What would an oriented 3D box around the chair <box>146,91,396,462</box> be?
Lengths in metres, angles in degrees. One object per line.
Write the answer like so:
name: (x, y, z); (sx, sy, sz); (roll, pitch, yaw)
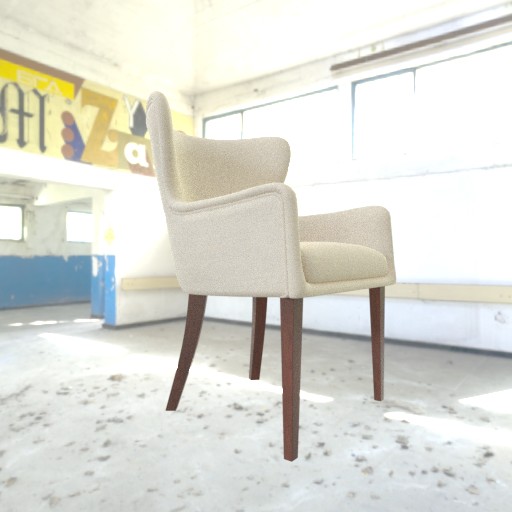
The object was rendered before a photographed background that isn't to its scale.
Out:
chair: (0.000, 0.000, 1.499); (0.744, 0.990, 0.696); (0, 0, 37)
